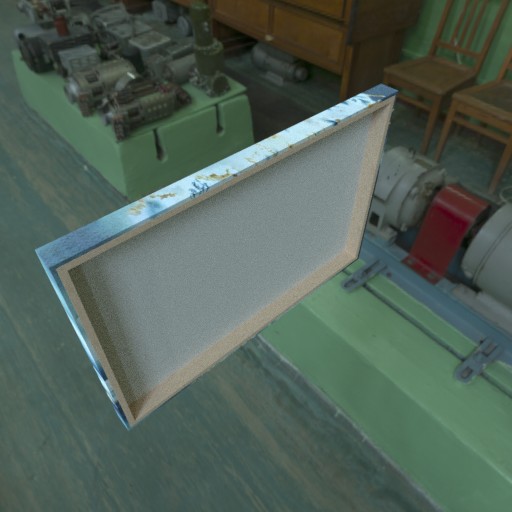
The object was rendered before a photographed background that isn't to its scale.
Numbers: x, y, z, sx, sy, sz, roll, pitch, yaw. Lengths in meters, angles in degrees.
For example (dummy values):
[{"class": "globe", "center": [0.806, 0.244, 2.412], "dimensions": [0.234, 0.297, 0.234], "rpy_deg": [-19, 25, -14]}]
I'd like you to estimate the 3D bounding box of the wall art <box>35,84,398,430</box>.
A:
[{"class": "wall art", "center": [0.000, 0.000, 0.755], "dimensions": [0.607, 0.405, 0.036], "rpy_deg": [-33, 54, -28]}]
